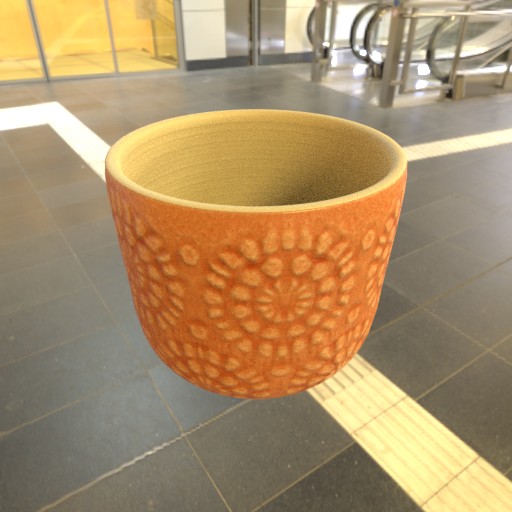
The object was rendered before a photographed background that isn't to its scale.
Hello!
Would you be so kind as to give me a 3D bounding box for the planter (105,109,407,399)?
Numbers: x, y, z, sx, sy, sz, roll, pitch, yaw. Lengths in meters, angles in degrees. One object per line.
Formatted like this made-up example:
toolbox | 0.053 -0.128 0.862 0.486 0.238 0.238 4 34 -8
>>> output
planter | 0.000 0.000 0.215 0.124 0.109 0.124 0 32 0
